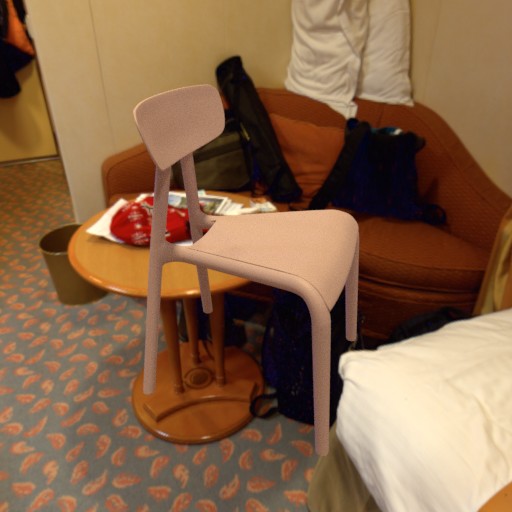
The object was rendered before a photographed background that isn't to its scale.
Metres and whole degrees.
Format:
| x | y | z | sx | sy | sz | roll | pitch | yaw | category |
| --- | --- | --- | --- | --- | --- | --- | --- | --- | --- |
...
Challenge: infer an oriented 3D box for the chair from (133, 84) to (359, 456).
| x | y | z | sx | sy | sz | roll | pitch | yaw | category |
| --- | --- | --- | --- | --- | --- | --- | --- | --- | --- |
| 0.000 | 0.000 | 0.863 | 0.401 | 0.580 | 0.356 | 10 | 32 | 17 | chair |
